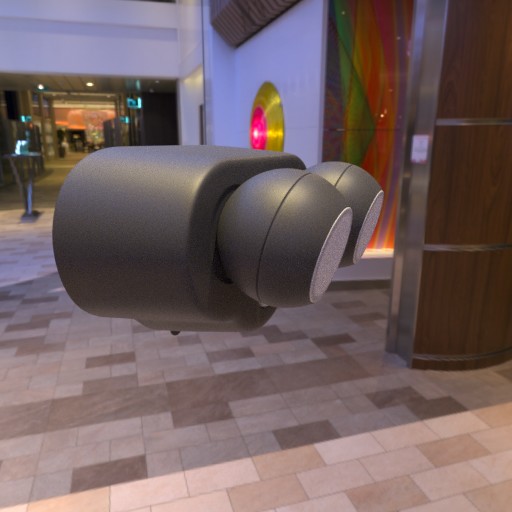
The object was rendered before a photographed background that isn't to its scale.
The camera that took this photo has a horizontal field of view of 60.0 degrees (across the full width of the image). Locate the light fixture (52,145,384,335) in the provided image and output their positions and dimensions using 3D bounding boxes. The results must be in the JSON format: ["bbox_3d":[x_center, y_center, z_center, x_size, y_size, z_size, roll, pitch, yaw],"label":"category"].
[{"bbox_3d":[0.000,0.000,0.332,0.159,0.159,0.229,7,16,26],"label":"light fixture"}]
